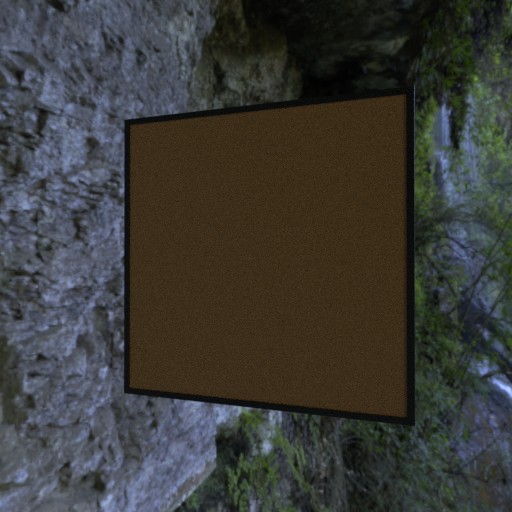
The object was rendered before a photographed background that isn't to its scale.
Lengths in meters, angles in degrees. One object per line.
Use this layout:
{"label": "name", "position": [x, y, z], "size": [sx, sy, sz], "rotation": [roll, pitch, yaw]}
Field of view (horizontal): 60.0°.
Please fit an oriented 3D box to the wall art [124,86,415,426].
{"label": "wall art", "position": [0.000, 0.000, 1.131], "size": [0.763, 0.763, 0.039], "rotation": [0, 0, 19]}
